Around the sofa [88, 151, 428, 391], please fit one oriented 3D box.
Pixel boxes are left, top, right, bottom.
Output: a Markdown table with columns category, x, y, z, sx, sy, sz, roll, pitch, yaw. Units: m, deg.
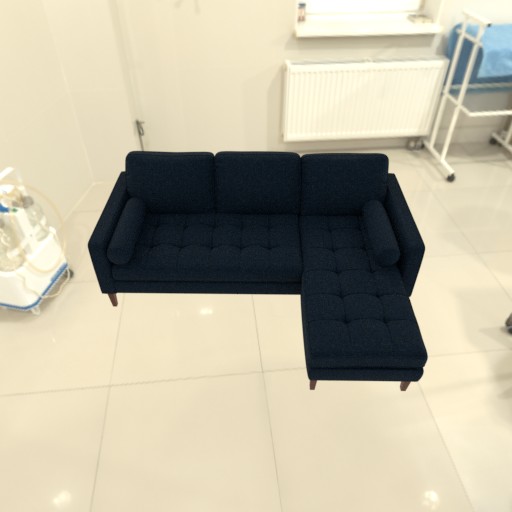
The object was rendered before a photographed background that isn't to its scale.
| category | x | y | z | sx | sy | sz | roll | pitch | yaw |
| --- | --- | --- | --- | --- | --- | --- | --- | --- | --- |
| sofa | 0.000 | 0.000 | 3.001 | 2.185 | 0.841 | 1.613 | 1 | 41 | 1 |
